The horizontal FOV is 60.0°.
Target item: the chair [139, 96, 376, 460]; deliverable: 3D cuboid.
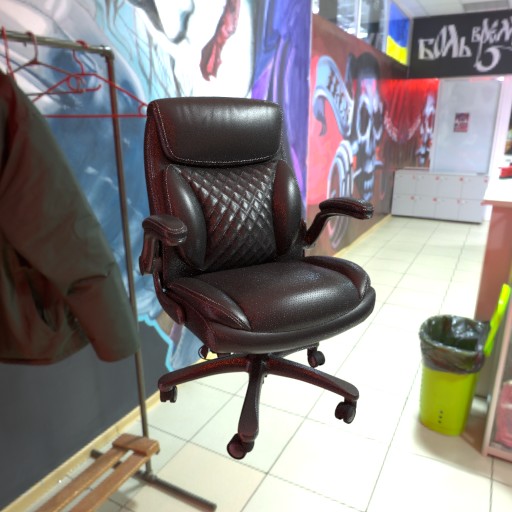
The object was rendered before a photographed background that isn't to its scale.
[{"bbox_3d":[0.000,0.000,1.596,0.782,1.110,0.724,-9,19,-27],"label":"chair"}]
